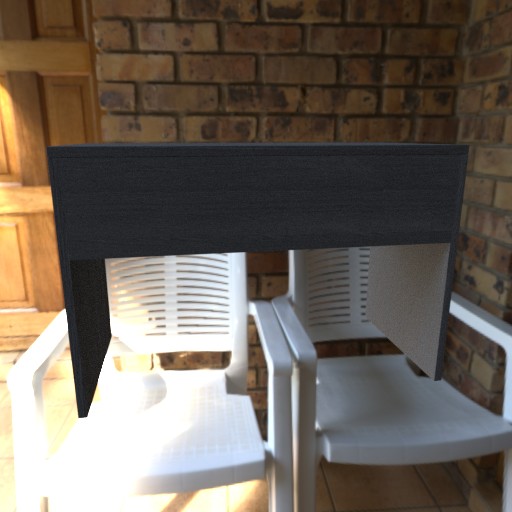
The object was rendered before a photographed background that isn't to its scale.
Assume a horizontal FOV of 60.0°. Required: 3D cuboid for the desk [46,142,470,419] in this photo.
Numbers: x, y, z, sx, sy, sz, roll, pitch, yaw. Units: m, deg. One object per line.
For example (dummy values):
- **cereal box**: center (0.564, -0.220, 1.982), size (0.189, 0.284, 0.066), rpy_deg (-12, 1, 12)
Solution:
- **desk**: center (0.000, 0.000, 1.489), size (1.099, 0.729, 0.557), rpy_deg (-3, 15, -10)
